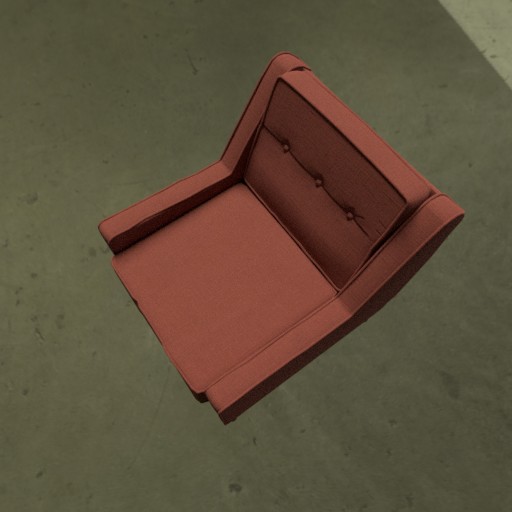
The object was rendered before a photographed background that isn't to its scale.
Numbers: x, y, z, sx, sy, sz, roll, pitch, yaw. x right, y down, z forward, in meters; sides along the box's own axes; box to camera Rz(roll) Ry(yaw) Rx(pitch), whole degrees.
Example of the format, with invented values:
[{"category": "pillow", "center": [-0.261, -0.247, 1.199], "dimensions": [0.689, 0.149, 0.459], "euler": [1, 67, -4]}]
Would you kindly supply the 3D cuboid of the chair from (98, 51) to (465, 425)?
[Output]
[{"category": "chair", "center": [0.000, 0.000, 1.378], "dimensions": [0.770, 0.812, 0.680], "euler": [-33, 69, -15]}]
